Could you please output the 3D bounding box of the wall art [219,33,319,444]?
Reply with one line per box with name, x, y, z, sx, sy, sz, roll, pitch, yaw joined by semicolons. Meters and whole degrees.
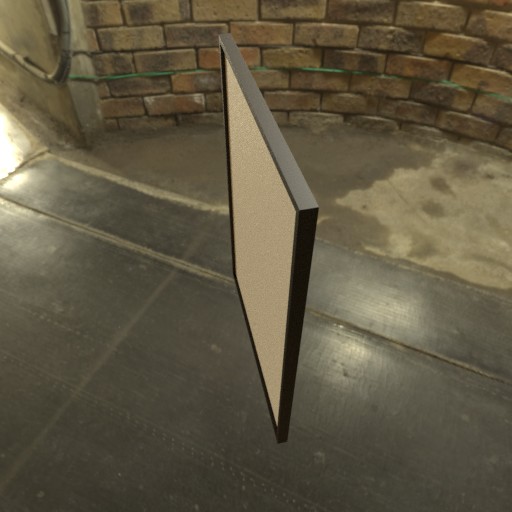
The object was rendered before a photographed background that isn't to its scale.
wall art;0.000;0.000;1.420;0.036;1.070;0.802;-10;48;-9
